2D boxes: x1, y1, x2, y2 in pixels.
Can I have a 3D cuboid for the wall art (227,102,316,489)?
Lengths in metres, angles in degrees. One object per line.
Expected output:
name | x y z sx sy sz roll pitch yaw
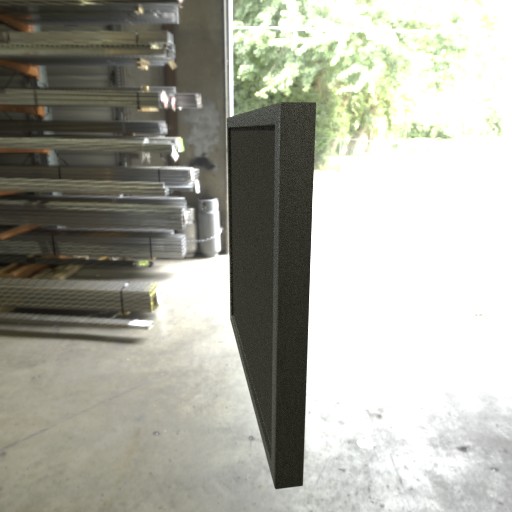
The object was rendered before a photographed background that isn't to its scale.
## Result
wall art | 0.000 0.000 0.537 0.028 0.330 0.380 -3 16 -9
